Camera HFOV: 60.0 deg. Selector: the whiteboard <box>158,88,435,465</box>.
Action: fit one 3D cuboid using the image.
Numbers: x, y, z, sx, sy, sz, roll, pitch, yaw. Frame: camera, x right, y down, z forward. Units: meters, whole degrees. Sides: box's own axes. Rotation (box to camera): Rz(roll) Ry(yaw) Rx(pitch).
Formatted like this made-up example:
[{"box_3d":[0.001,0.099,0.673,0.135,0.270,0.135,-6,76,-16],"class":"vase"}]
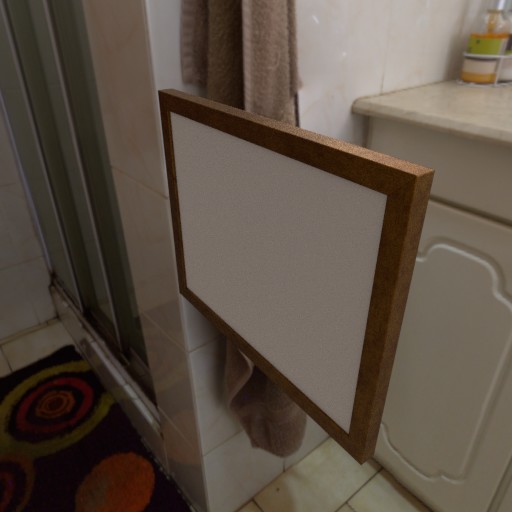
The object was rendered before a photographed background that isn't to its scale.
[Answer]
[{"box_3d":[0.000,0.000,0.750,0.029,0.457,0.561,-21,37,-31],"class":"whiteboard"}]
